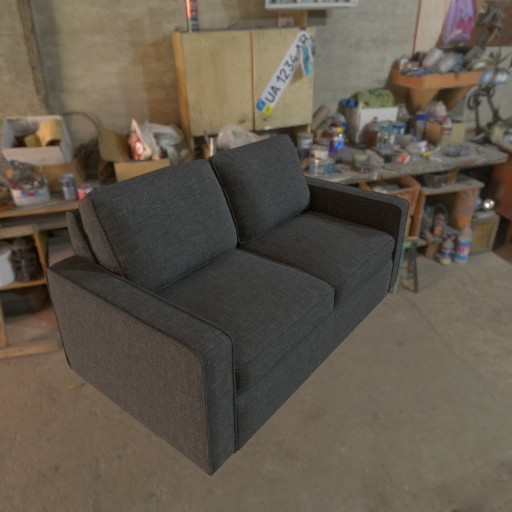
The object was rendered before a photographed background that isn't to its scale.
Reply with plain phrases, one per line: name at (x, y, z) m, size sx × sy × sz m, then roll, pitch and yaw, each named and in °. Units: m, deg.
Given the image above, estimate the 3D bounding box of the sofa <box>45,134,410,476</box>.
sofa at (0.000, 0.000, 2.232) m, size 0.947 × 0.918 × 1.709 m, roll 20°, pitch 34°, yaw 33°
